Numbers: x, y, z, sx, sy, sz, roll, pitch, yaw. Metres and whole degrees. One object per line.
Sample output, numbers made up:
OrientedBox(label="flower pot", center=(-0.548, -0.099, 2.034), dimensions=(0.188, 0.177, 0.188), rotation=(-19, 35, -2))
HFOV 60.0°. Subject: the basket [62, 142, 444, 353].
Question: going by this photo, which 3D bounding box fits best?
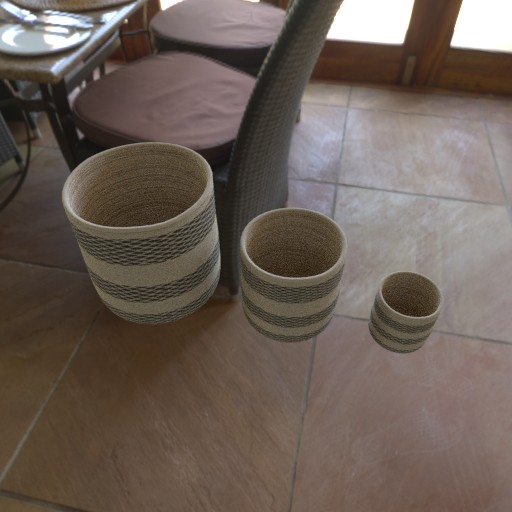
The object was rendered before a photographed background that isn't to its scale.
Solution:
OrientedBox(label="basket", center=(0.000, 0.000, 1.107), dimensions=(0.917, 0.356, 0.351), rotation=(11, 47, 11))
